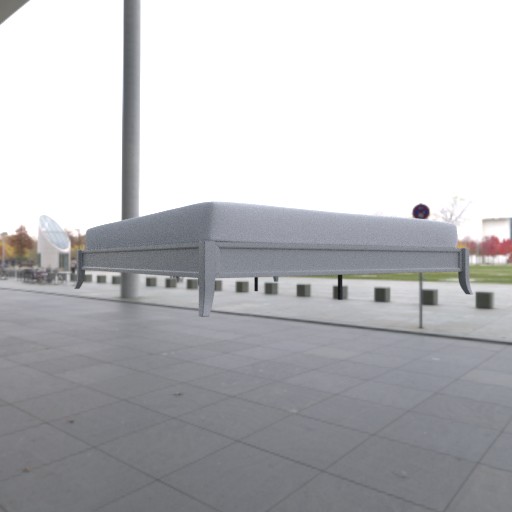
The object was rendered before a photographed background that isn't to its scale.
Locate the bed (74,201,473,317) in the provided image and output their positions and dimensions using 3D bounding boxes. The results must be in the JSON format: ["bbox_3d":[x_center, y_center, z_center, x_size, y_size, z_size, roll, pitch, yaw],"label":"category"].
[{"bbox_3d":[0.000,0.000,3.201,2.007,0.510,2.108,0,-1,-35],"label":"bed"}]
